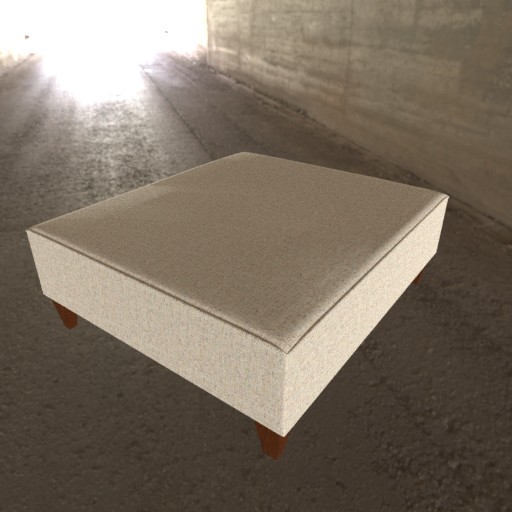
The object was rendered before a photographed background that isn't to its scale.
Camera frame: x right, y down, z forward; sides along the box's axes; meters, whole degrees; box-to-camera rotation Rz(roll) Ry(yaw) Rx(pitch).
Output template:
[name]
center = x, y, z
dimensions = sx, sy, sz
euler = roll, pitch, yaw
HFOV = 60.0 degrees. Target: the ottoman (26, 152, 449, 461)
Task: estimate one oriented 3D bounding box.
[ottoman]
center = 0.000, 0.000, 1.203
dimensions = 0.736, 0.303, 0.835
euler = 19, 34, 32
